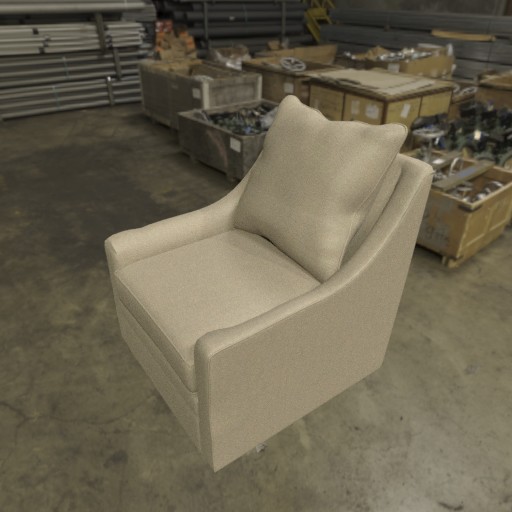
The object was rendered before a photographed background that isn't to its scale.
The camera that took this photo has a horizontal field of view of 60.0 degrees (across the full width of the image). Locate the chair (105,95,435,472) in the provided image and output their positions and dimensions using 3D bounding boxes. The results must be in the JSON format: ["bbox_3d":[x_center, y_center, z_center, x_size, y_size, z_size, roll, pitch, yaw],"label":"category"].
[{"bbox_3d":[0.000,0.000,1.593,0.876,0.942,0.760,-20,37,-30],"label":"chair"}]
